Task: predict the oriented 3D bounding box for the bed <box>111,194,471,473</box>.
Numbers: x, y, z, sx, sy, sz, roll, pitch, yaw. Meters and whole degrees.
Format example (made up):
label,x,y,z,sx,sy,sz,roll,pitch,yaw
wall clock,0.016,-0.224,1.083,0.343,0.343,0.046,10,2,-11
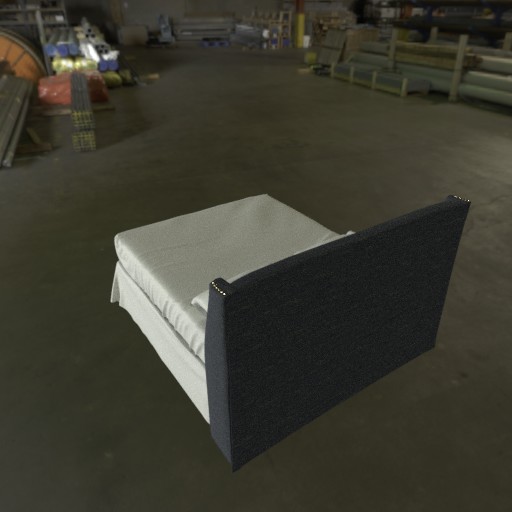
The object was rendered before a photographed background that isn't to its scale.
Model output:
label,x,y,z,sx,sy,sz,roll,pitch,yaw
bed,0.000,0.000,3.563,1.925,1.332,2.276,-19,35,-29
